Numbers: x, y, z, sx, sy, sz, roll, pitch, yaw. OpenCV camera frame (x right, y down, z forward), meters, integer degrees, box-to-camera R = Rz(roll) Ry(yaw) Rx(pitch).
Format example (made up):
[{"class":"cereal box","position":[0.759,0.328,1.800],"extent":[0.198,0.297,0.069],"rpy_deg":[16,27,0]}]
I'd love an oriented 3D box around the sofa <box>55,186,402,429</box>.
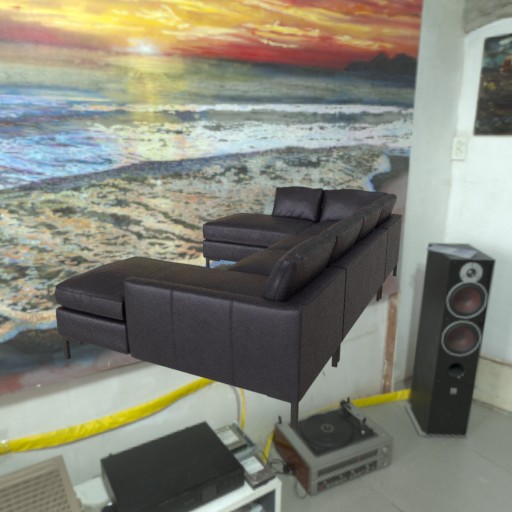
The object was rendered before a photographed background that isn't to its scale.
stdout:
[{"class":"sofa","position":[0.000,0.000,3.770],"extent":[1.939,0.900,2.956],"rpy_deg":[7,17,26]}]
